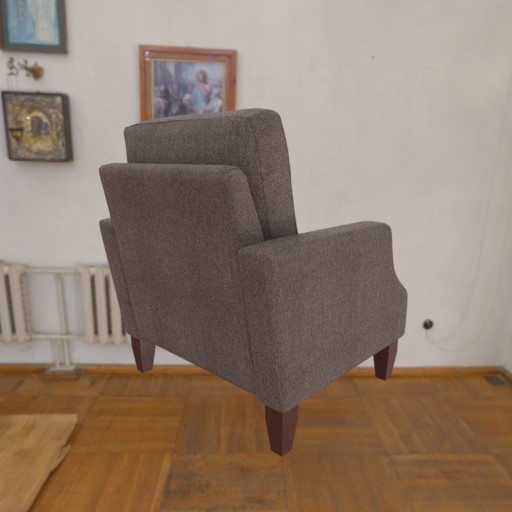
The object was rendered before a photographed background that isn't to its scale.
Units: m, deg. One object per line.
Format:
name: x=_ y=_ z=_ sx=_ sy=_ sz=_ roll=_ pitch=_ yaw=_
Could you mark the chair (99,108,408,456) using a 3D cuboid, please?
chair: x=0.000 y=0.000 z=1.673 sx=0.855 sy=0.993 sz=0.897 roll=12 pitch=17 yaw=43
